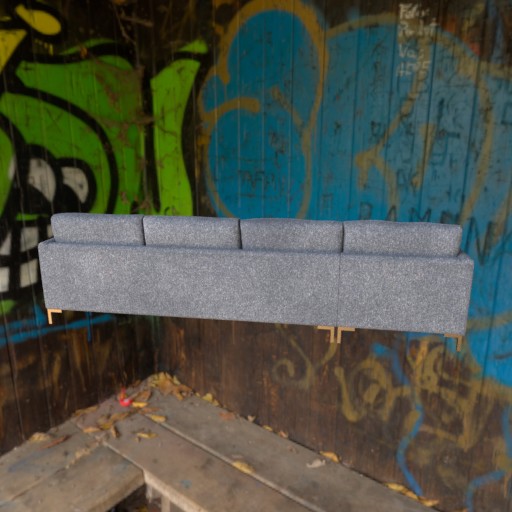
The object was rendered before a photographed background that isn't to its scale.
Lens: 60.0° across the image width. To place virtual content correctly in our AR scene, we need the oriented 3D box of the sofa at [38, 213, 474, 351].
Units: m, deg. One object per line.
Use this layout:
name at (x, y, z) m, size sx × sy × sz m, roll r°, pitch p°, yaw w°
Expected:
sofa at (0.000, 0.000, 3.553) m, size 2.932 × 0.810 × 1.350 m, roll 2°, pitch 15°, yaw 9°
